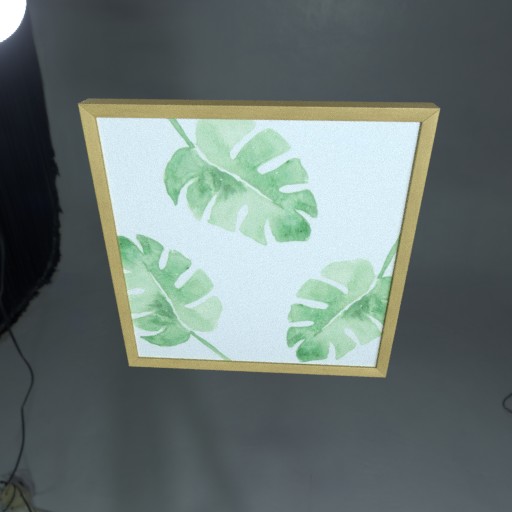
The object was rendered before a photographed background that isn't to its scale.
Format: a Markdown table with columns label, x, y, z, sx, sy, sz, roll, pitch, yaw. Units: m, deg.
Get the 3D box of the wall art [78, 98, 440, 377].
| label | x | y | z | sx | sy | sz | roll | pitch | yaw |
| --- | --- | --- | --- | --- | --- | --- | --- | --- | --- |
| wall art | 0.000 | 0.000 | 0.764 | 0.508 | 0.508 | 0.038 | 2 | 30 | 3 |
